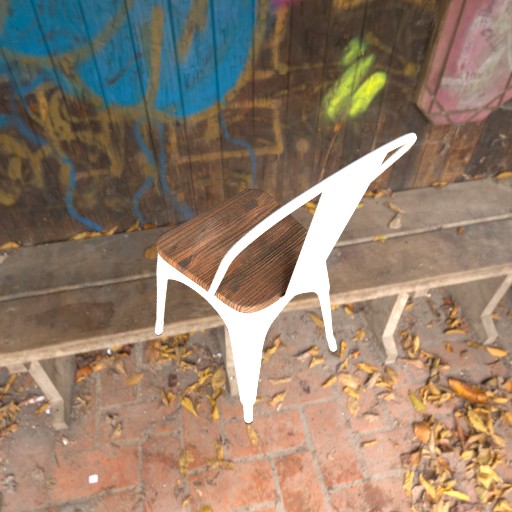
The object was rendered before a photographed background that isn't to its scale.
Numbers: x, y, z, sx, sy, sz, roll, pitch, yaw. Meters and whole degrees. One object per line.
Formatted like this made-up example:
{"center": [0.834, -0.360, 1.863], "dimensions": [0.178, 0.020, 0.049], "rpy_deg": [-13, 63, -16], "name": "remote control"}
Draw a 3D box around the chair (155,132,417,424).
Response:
{"center": [0.000, 0.000, 1.134], "dimensions": [0.452, 0.851, 0.521], "rpy_deg": [-32, 55, -27], "name": "chair"}
